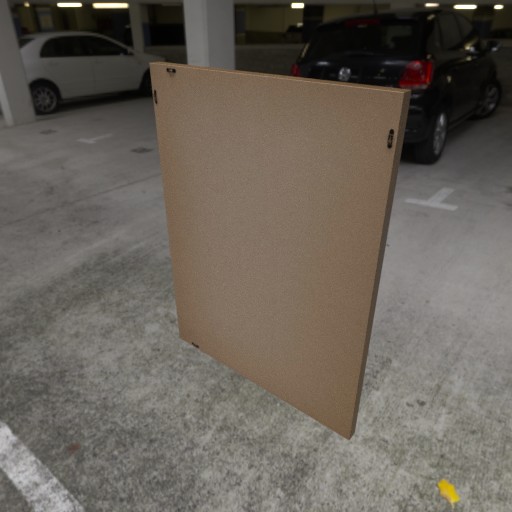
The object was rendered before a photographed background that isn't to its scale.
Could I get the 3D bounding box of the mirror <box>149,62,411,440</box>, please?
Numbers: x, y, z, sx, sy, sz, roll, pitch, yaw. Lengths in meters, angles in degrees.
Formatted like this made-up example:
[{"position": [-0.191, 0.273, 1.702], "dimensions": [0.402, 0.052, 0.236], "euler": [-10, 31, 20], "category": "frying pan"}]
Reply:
[{"position": [0.000, 0.000, 1.326], "dimensions": [0.762, 1.016, 0.041], "euler": [22, 36, 33], "category": "mirror"}]
